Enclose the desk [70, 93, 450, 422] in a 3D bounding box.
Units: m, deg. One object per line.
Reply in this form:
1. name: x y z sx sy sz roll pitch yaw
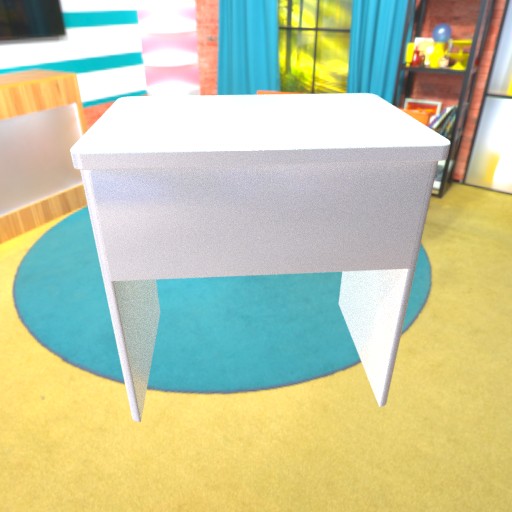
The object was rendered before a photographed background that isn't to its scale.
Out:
1. desk: 0.000 0.000 1.295 0.762 0.800 0.549 -2 31 -4
